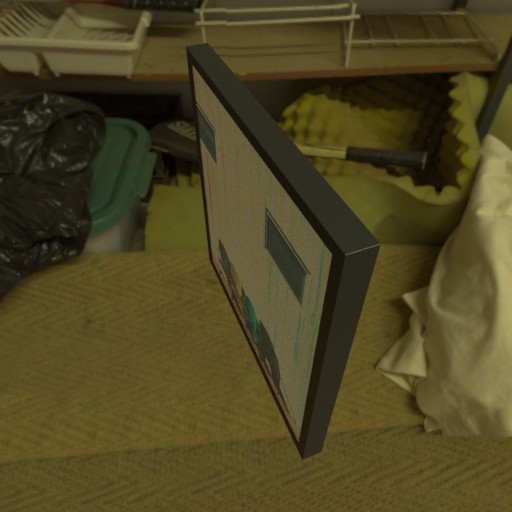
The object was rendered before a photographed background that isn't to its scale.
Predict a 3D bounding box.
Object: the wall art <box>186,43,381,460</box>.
[{"bbox_3d":[0.000,0.000,0.742,0.037,0.506,0.506,-17,49,-15],"label":"wall art"}]
